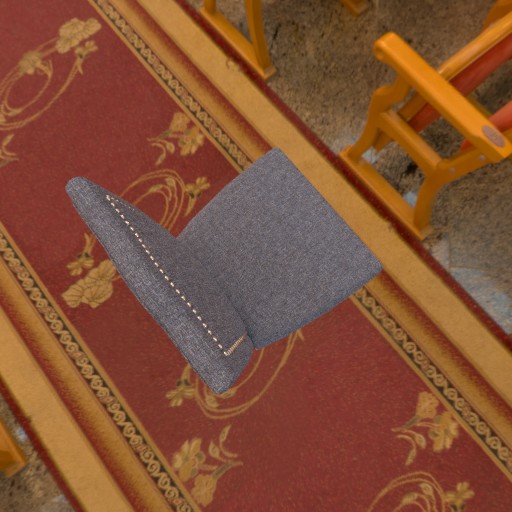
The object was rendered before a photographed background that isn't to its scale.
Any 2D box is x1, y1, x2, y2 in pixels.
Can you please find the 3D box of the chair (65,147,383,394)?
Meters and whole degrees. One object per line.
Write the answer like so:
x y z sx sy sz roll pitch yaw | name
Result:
0.000 0.000 1.271 0.589 0.946 0.518 -37 78 -9 | chair
